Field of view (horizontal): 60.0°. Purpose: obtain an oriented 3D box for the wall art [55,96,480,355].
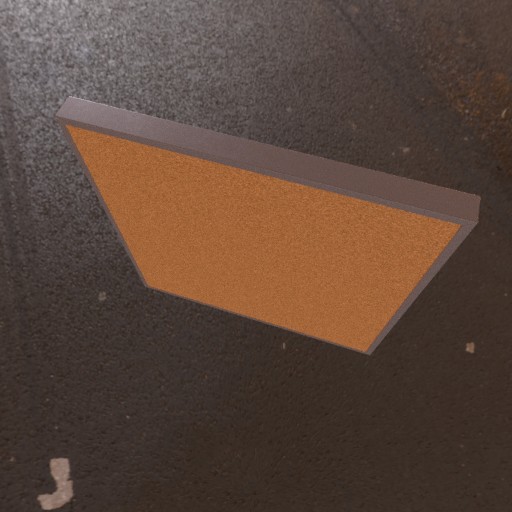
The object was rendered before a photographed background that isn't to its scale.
[{"bbox_3d":[0.000,0.000,0.508,0.349,0.349,0.028,16,63,8],"label":"wall art"}]
